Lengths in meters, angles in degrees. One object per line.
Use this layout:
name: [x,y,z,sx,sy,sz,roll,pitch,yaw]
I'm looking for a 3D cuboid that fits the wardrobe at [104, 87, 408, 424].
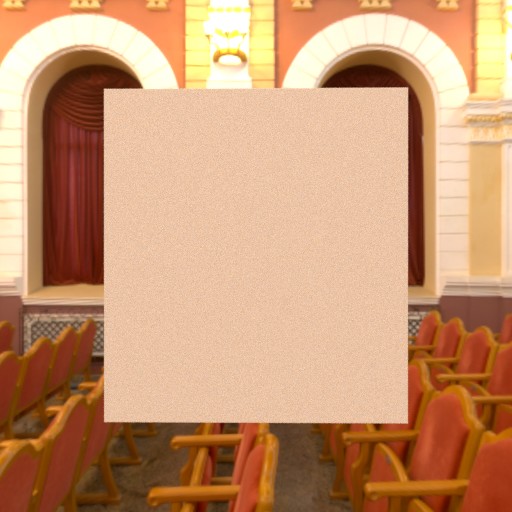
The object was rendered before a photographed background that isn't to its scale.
wardrobe: [0.000,0.000,2.969,1.830,2.020,0.600,0,0,1]
